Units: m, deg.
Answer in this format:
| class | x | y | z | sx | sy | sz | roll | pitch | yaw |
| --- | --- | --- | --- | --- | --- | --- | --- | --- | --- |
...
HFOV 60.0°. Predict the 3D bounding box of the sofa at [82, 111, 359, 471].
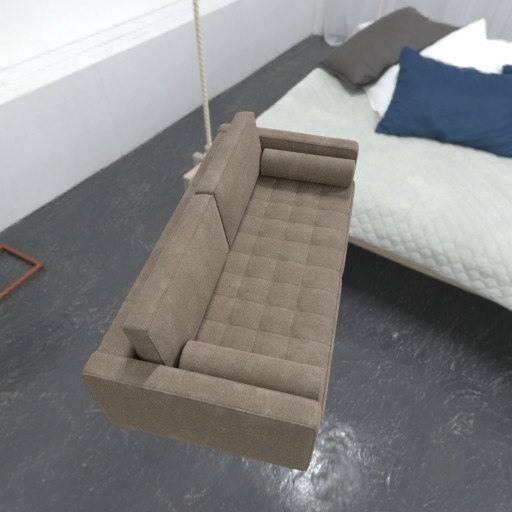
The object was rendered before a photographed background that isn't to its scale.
| class | x | y | z | sx | sy | sz | roll | pitch | yaw |
| --- | --- | --- | --- | --- | --- | --- | --- | --- | --- |
| sofa | 0.000 | 0.000 | 2.317 | 0.920 | 0.769 | 1.883 | 10 | 47 | 9 |
